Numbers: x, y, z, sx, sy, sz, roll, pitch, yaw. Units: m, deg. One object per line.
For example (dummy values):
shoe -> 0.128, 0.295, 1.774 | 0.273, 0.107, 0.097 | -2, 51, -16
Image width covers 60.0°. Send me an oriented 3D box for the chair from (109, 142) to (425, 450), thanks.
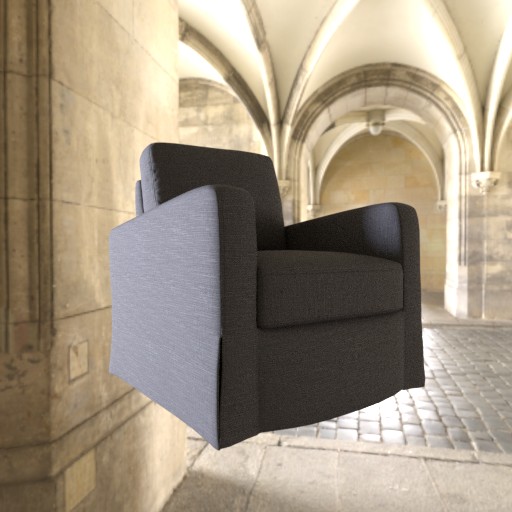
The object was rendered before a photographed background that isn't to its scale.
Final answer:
chair -> 0.000, 0.000, 1.531 | 0.798, 0.855, 0.863 | -1, 1, -36
